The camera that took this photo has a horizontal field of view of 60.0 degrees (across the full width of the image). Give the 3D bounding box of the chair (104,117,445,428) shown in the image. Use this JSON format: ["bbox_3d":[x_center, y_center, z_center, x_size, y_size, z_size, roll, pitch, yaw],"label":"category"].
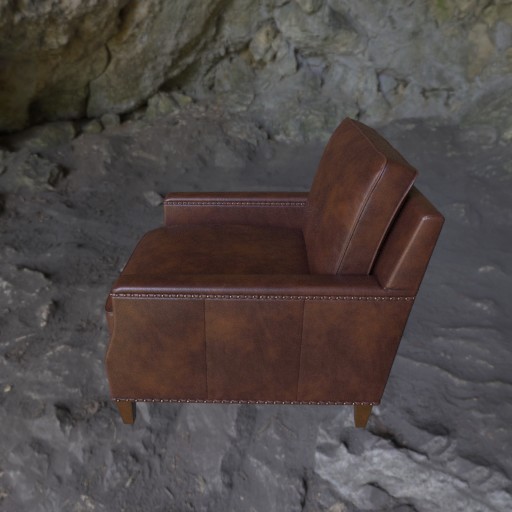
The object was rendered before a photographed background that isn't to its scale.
[{"bbox_3d":[0.000,0.000,1.693,1.014,0.929,0.853,1,27,1],"label":"chair"}]
